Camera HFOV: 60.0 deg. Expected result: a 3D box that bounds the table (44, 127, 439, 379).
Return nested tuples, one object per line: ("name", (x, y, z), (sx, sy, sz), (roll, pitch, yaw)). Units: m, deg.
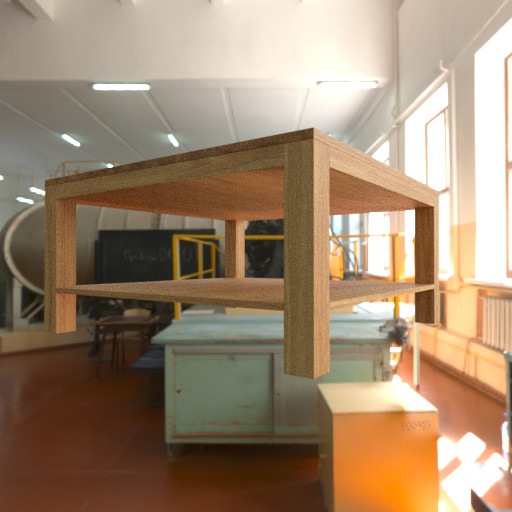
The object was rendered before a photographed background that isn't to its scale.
("table", (0.000, 0.000, 1.419), (0.900, 0.450, 0.900), (0, -1, 36))
